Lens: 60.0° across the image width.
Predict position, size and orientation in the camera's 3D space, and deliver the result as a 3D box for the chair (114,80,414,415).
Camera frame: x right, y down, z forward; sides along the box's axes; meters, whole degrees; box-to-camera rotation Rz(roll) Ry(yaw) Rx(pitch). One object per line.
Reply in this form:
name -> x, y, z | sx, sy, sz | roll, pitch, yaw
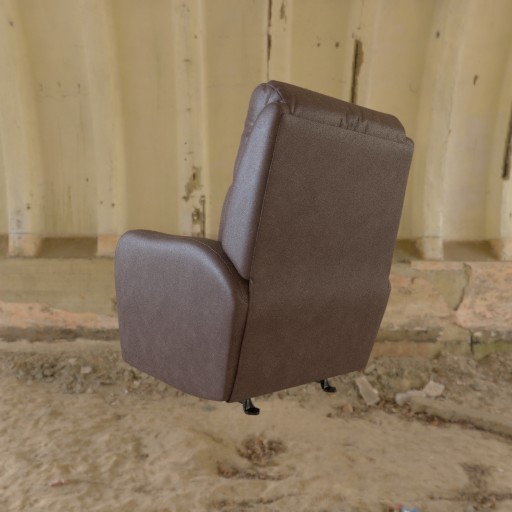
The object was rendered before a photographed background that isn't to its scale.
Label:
chair -> 0.000, 0.000, 1.832 | 0.865, 1.067, 1.067 | 0, 1, -38
